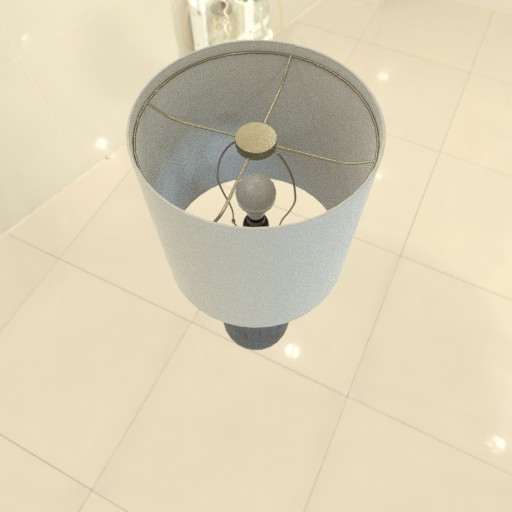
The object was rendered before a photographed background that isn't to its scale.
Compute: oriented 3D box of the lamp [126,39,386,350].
[{"bbox_3d":[0.000,0.000,0.586,0.220,0.475,0.220,30,65,15],"label":"lamp"}]
